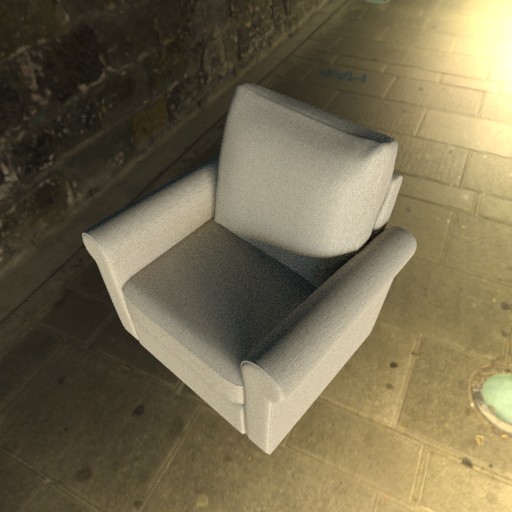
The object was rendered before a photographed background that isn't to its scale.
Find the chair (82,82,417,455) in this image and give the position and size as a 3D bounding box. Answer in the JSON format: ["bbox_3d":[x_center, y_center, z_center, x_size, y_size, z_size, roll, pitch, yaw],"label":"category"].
[{"bbox_3d":[0.000,0.000,2.287,1.275,1.349,1.180,32,54,27],"label":"chair"}]
